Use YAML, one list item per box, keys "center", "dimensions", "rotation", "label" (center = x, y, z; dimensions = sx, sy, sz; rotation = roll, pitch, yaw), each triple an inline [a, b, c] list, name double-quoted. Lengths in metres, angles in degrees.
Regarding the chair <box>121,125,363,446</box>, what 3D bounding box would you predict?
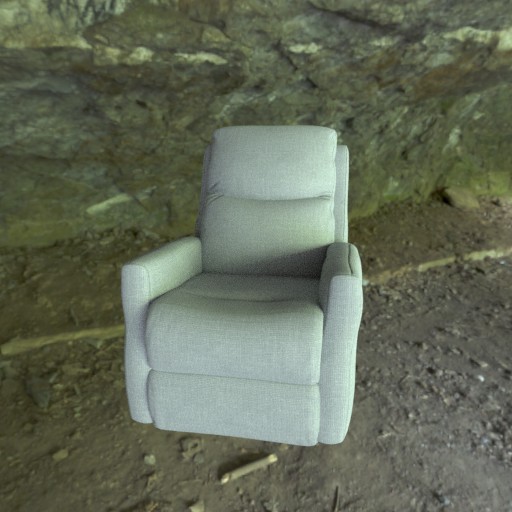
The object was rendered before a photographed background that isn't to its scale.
- center: [0.000, 0.000, 1.779]
  dimensions: [0.829, 1.030, 1.080]
  rotation: [3, 15, 10]
  label: "chair"
